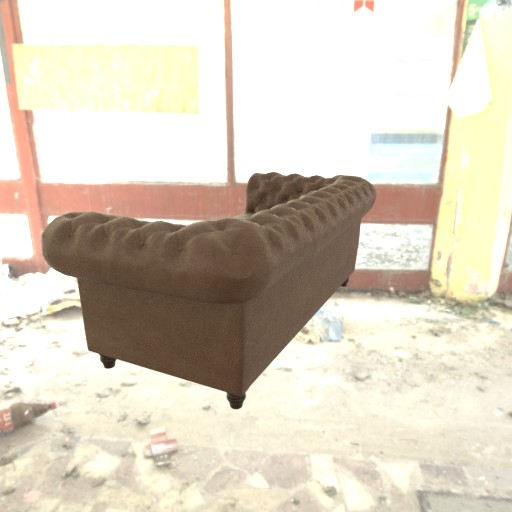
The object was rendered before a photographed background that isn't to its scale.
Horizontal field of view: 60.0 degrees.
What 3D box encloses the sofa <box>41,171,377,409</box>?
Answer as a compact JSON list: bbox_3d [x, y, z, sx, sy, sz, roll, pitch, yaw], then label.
[{"bbox_3d":[0.000,0.000,2.509,0.955,0.784,2.048,8,19,25],"label":"sofa"}]
